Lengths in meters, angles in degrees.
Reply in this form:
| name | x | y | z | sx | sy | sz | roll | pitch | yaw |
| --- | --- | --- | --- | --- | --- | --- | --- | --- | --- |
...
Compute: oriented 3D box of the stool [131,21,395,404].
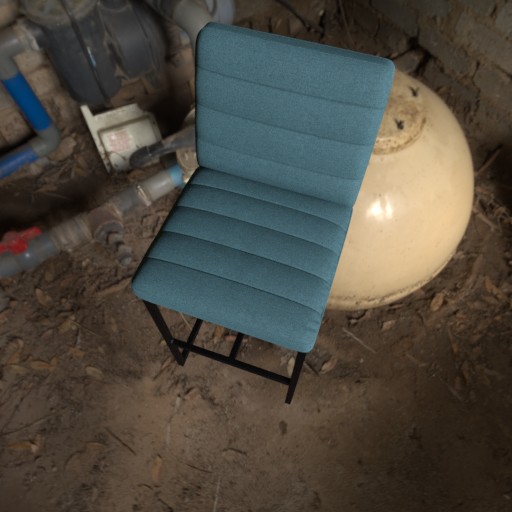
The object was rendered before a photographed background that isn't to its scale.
| name | x | y | z | sx | sy | sz | roll | pitch | yaw |
| --- | --- | --- | --- | --- | --- | --- | --- | --- | --- |
| stool | 0.000 | 0.000 | 1.291 | 0.460 | 1.040 | 0.560 | 17 | 61 | 10 |
